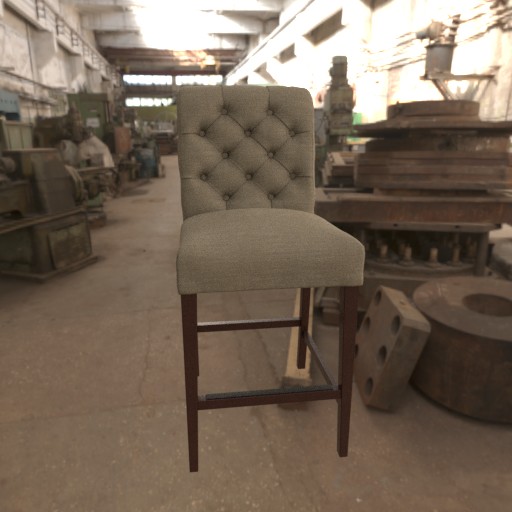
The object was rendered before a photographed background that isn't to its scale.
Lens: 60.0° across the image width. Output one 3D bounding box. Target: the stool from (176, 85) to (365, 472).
[{"bbox_3d":[0.000,0.000,1.436,0.486,1.084,0.660,-2,16,-7],"label":"stool"}]
